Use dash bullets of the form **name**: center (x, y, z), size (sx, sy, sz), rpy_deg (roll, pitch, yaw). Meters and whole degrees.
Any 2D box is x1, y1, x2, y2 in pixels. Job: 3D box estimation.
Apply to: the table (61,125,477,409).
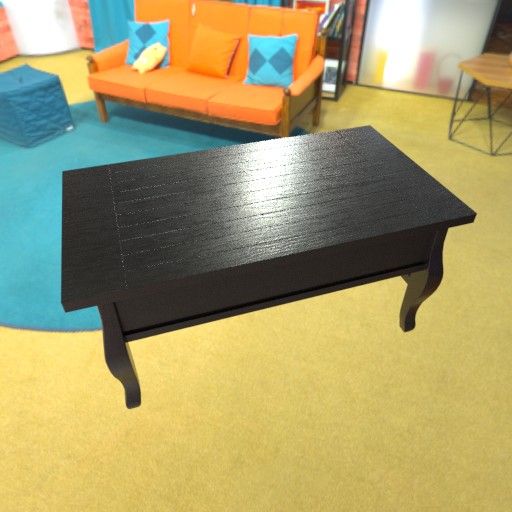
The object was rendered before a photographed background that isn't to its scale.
- **table**: center (0.000, 0.000, 1.438), size (1.062, 0.494, 0.600), rpy_deg (-12, 42, -14)
